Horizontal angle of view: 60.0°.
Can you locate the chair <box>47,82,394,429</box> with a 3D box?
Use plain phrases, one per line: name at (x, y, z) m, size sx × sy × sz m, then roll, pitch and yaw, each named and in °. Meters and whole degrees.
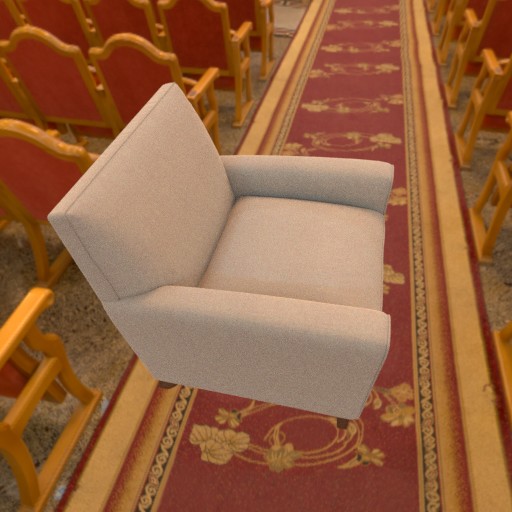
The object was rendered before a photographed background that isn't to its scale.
chair at (0.000, 0.000, 1.554) m, size 0.871 × 0.846 × 0.840 m, roll 9°, pitch 46°, yaw 9°
